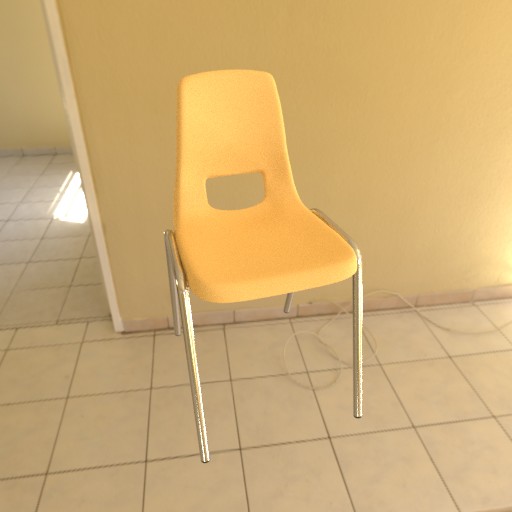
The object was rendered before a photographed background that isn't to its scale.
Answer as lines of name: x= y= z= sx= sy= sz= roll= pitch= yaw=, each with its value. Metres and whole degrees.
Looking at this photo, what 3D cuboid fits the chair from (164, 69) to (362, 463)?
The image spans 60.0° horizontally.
chair: x=0.000 y=0.000 z=0.972 sx=0.381 sy=0.704 sz=0.436 roll=-10 pitch=32 yaw=-16
